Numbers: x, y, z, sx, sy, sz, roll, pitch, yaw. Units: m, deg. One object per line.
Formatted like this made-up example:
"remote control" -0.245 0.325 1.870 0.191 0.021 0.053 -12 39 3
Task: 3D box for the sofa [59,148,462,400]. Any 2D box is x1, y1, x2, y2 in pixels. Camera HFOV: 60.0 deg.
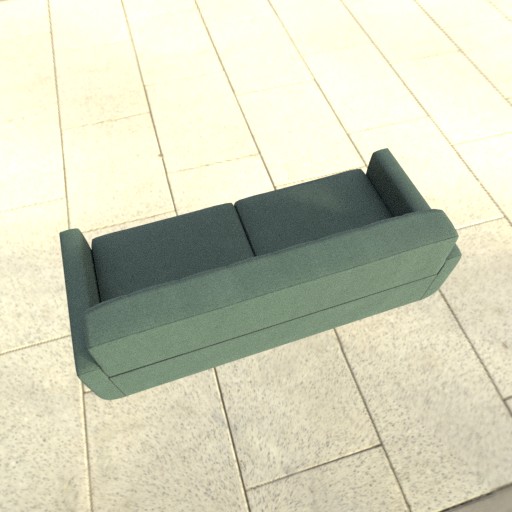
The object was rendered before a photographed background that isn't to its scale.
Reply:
"sofa" 0.000 0.000 2.538 2.029 0.841 0.909 -16 59 -10
